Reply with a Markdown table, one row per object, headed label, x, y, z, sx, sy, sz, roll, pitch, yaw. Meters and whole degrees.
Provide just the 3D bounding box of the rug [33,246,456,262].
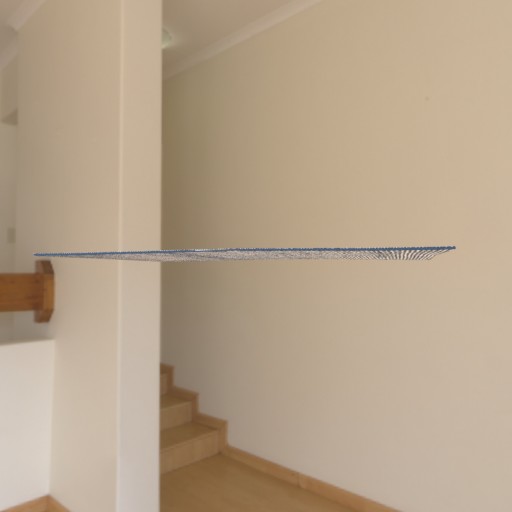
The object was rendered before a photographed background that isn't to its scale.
| label | x | y | z | sx | sy | sz | roll | pitch | yaw |
| --- | --- | --- | --- | --- | --- | --- | --- | --- | --- |
| rug | 0.000 | 0.000 | 2.318 | 1.793 | 0.025 | 1.159 | -1 | -2 | 18 |
